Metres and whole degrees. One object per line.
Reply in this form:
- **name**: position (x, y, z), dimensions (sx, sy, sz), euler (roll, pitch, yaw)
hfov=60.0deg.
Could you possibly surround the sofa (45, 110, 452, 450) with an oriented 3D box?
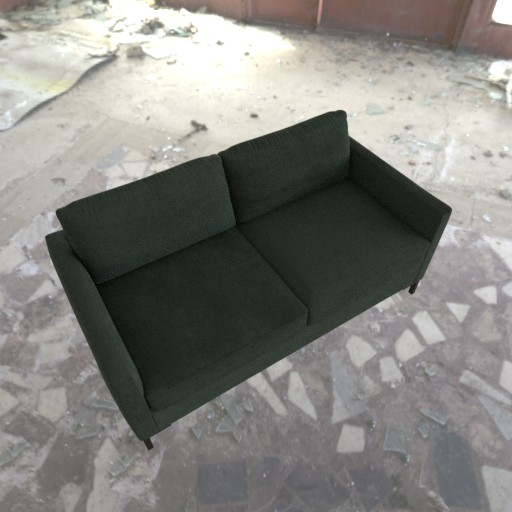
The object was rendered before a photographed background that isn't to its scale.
- **sofa**: position (0.000, 0.000, 2.137), dimensions (1.676, 0.817, 0.875), euler (-25, 52, -21)
